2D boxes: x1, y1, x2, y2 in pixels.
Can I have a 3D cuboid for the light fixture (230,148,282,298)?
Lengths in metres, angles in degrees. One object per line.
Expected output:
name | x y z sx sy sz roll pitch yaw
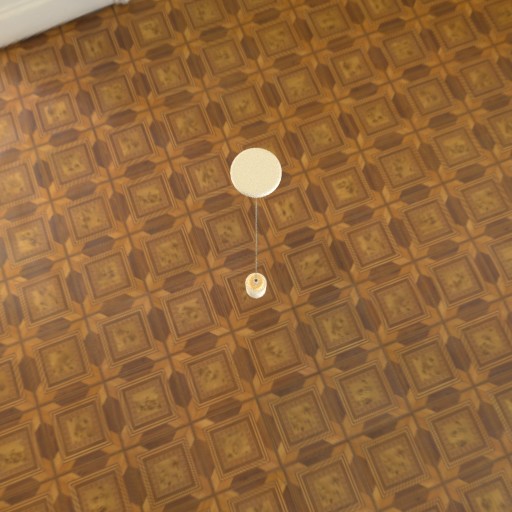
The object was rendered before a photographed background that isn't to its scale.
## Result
light fixture | 0.000 0.000 1.954 0.125 1.798 0.125 -21 78 -5
